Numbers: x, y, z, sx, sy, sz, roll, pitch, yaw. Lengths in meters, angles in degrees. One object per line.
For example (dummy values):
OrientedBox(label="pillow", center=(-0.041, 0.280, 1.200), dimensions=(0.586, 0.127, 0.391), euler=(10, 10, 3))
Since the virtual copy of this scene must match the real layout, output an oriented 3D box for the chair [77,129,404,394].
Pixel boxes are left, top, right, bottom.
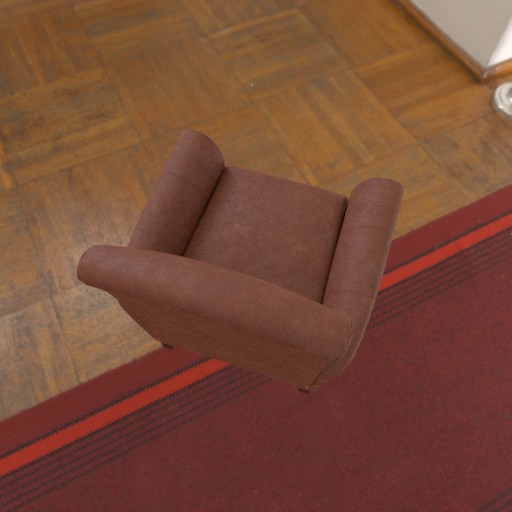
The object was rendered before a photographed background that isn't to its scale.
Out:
OrientedBox(label="chair", center=(0.000, 0.000, 1.732), dimensions=(0.978, 1.061, 0.902), euler=(16, 63, 8))
